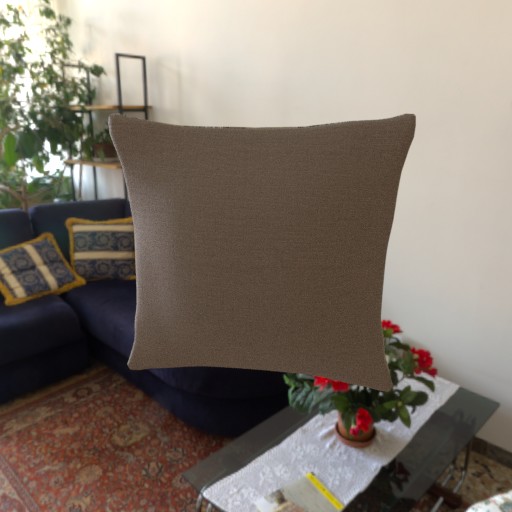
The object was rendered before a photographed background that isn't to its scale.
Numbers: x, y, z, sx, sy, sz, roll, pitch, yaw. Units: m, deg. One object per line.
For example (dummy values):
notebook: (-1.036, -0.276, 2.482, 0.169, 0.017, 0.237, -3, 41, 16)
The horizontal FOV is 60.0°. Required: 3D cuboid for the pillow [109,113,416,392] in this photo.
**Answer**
pillow: (0.000, 0.000, 0.678, 0.435, 0.416, 0.189, 2, 17, 8)
